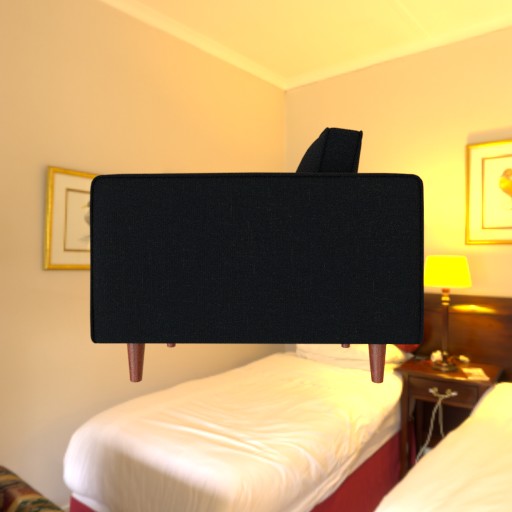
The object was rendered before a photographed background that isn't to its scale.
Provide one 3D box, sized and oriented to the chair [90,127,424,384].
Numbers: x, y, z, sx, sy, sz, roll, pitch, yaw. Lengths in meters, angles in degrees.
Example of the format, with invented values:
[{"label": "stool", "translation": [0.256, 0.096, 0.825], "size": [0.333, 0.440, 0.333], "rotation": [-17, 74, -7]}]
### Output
[{"label": "chair", "translation": [0.000, 0.000, 1.614], "size": [0.920, 0.770, 0.899], "rotation": [0, 0, 1]}]
